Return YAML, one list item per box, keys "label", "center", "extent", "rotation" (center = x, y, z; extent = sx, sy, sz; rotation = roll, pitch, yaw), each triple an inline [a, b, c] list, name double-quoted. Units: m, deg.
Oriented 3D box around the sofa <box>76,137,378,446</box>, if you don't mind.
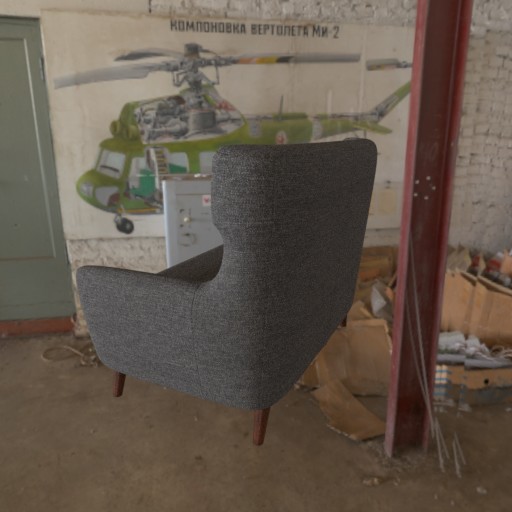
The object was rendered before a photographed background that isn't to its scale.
- label: "sofa"
  center: [0.000, 0.000, 2.017]
  extent: [0.874, 1.028, 1.358]
  rotation: [8, 18, 25]
